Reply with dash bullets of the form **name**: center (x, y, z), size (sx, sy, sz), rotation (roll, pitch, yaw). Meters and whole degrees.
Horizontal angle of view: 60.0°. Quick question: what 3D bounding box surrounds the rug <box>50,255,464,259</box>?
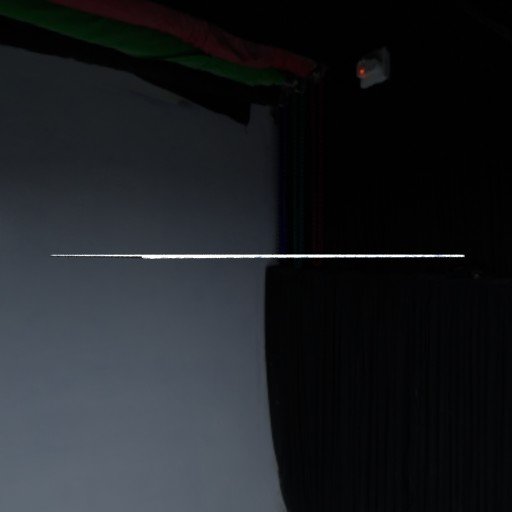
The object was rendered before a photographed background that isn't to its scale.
- **rug**: center (0.000, 0.000, 2.996), size (2.261, 0.013, 1.676), rotation (0, 0, -36)
